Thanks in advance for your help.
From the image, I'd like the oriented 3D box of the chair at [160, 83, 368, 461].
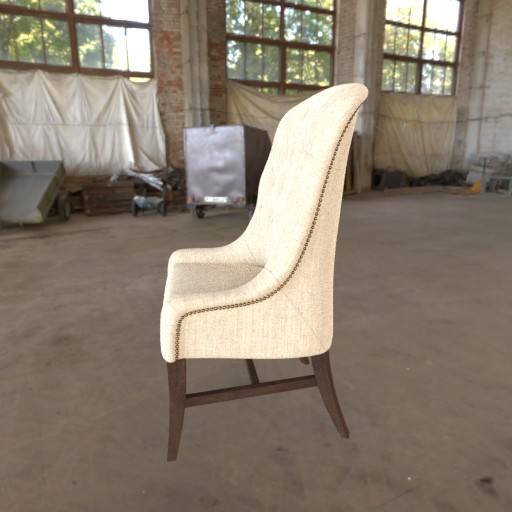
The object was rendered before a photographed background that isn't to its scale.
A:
[{"bbox_3d":[0.000,0.000,1.502,0.629,1.091,0.634,-2,14,-9],"label":"chair"}]
